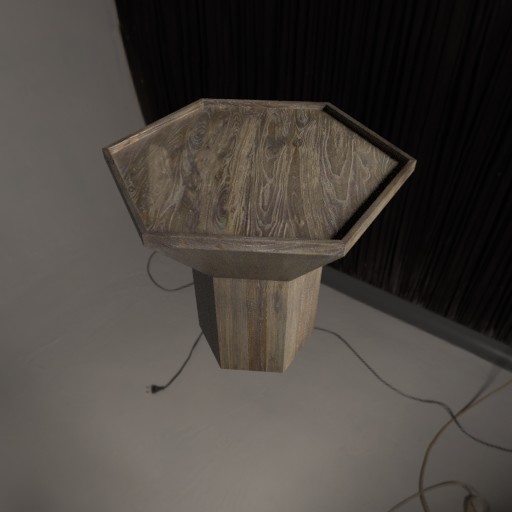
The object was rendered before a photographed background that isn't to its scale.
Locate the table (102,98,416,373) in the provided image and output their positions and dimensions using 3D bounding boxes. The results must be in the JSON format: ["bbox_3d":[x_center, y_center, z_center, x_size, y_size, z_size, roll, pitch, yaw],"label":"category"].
[{"bbox_3d":[0.000,0.000,1.153,0.592,0.586,0.683,24,47,25],"label":"table"}]
